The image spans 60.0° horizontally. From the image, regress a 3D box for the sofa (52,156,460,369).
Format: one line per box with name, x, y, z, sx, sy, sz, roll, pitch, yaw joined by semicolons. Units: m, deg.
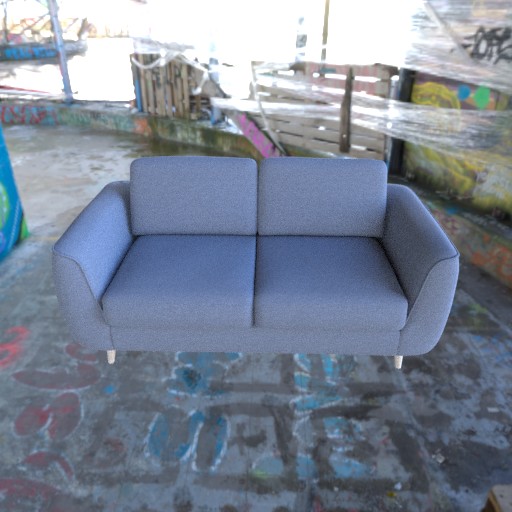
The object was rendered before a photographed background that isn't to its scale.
sofa;0.000;0.000;2.215;1.700;0.850;0.920;1;29;1
